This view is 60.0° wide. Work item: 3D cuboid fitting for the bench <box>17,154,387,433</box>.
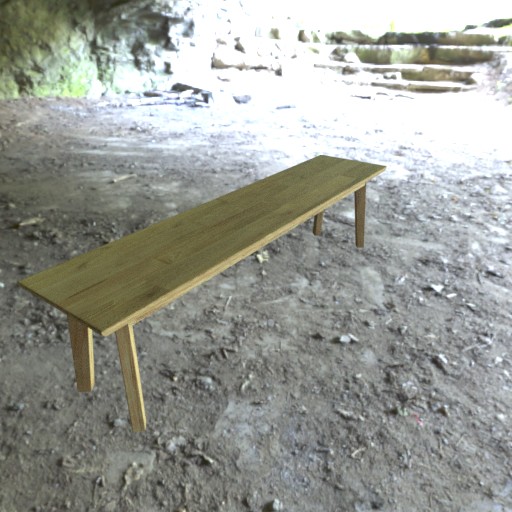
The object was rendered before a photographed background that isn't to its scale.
[{"bbox_3d":[0.000,0.000,1.822,0.378,0.431,1.698,19,33,32],"label":"bench"}]
